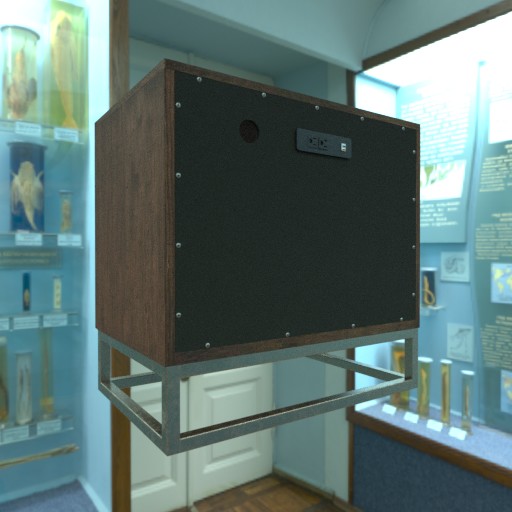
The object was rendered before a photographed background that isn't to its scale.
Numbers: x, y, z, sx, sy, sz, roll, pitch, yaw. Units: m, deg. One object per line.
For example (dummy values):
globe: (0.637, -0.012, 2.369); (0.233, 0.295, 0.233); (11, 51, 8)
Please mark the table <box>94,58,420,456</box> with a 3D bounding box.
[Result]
table: (0.000, 0.000, 1.258); (0.767, 0.746, 0.542); (0, 1, -34)
